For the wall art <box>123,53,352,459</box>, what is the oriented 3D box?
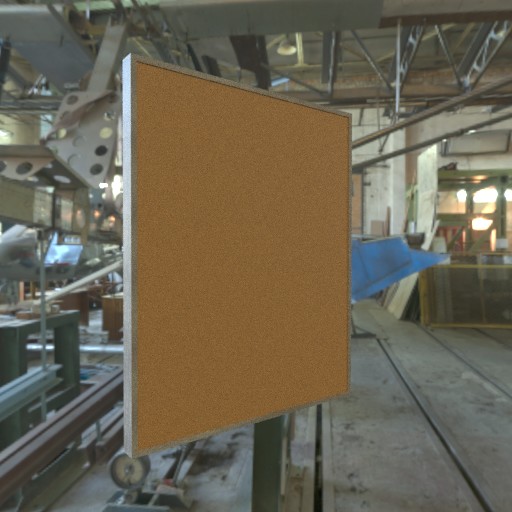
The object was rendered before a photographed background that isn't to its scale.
[{"bbox_3d":[0.000,0.000,0.706,0.421,0.521,0.032,-1,1,-37],"label":"wall art"}]
